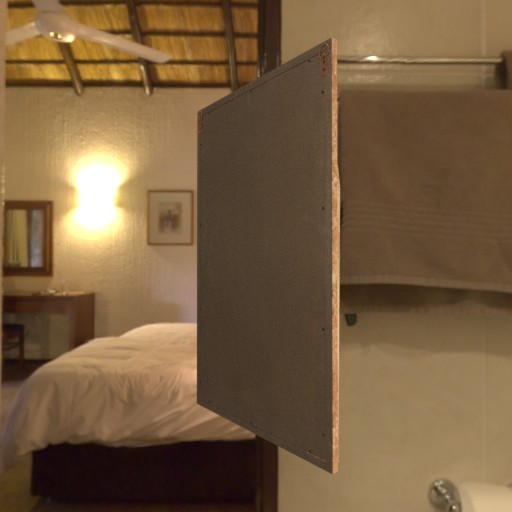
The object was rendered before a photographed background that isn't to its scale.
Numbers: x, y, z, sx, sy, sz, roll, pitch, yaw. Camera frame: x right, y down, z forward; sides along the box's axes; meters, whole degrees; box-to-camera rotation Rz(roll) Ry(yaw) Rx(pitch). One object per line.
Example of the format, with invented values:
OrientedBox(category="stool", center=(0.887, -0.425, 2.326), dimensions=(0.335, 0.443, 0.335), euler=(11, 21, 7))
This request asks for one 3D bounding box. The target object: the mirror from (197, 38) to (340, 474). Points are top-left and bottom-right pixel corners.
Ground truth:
OrientedBox(category="mirror", center=(0.000, 0.000, 1.003), dimensions=(0.058, 0.787, 0.495), euler=(1, -1, -37))
